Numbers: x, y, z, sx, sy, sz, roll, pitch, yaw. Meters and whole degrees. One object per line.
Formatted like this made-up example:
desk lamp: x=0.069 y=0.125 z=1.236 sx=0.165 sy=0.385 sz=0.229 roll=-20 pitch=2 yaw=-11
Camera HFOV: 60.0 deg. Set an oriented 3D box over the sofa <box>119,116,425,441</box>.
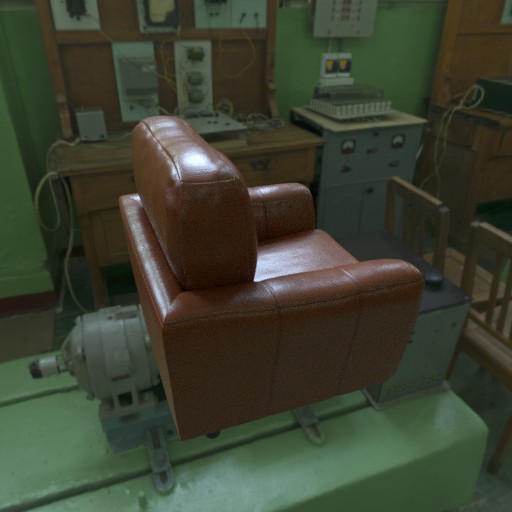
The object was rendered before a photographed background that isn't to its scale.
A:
sofa: x=0.000 y=0.000 z=1.491 sx=0.789 sy=0.876 sz=0.836 roll=-11 pitch=32 yaw=-19
